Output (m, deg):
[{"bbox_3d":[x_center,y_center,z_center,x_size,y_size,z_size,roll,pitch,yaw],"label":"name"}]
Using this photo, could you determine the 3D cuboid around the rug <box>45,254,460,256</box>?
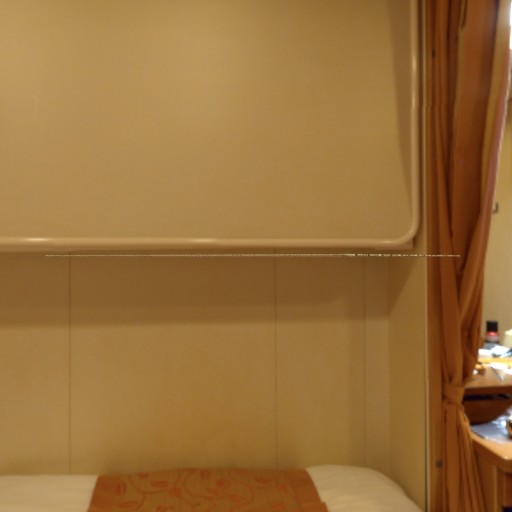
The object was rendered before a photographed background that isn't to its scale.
[{"bbox_3d":[0.000,0.000,4.135,3.043,0.013,2.444,0,0,37],"label":"rug"}]
